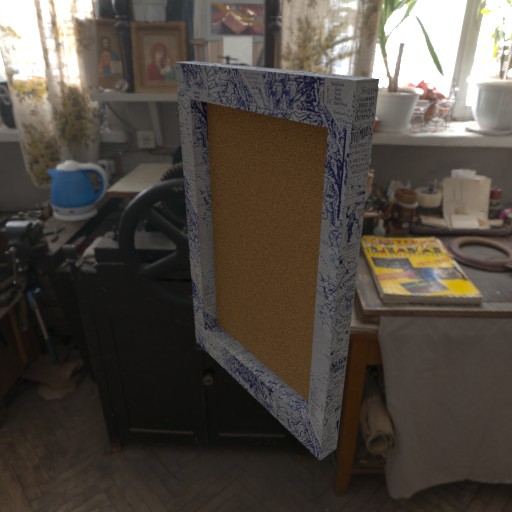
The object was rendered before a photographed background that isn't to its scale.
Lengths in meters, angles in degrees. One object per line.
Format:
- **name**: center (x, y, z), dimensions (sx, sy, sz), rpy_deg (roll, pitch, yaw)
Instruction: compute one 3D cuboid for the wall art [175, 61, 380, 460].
- **wall art**: center (0.000, 0.000, 0.481), dimensions (0.025, 0.376, 0.255), rpy_deg (-19, 33, -33)
